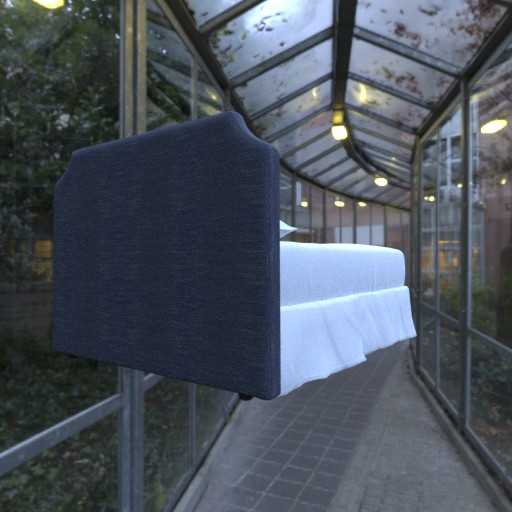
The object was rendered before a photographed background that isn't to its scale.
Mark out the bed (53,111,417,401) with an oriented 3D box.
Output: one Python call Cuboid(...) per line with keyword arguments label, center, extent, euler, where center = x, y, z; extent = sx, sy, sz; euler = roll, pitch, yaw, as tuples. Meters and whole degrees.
Cuboid(label="bed", center=(0.000, 0.000, 3.174), extent=(1.693, 1.290, 2.116), euler=(0, 0, 36))
